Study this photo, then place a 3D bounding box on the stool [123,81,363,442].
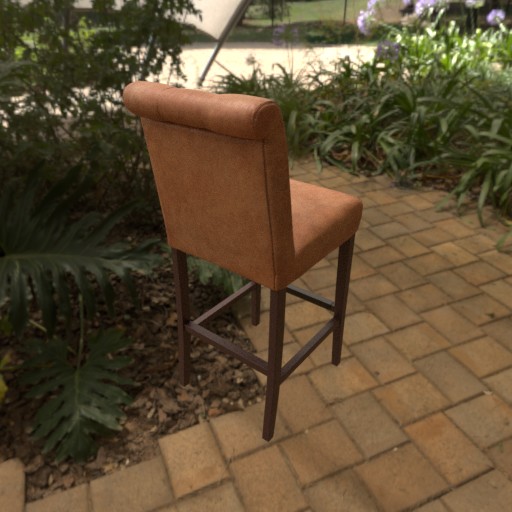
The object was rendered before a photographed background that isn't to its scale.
[{"bbox_3d":[0.000,0.000,1.509,0.493,1.140,0.601,21,36,32],"label":"stool"}]
